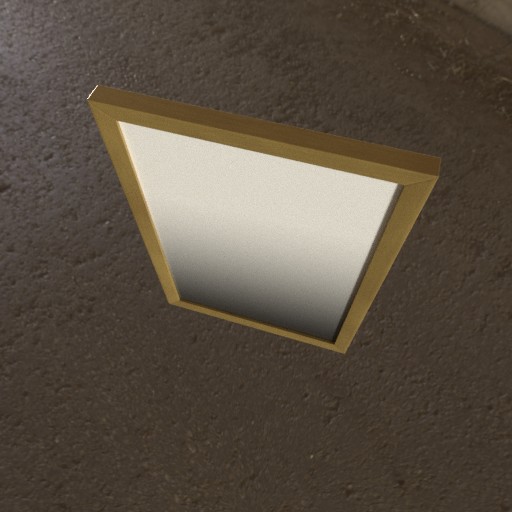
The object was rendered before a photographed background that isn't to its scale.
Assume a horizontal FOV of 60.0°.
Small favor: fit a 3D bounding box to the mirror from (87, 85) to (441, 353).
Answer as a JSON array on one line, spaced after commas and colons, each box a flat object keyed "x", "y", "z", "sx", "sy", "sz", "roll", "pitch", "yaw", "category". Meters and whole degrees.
[{"x": 0.000, "y": 0.000, "z": 0.926, "sx": 0.507, "sy": 0.710, "sz": 0.040, "roll": 15, "pitch": 60, "yaw": 9, "category": "mirror"}]
